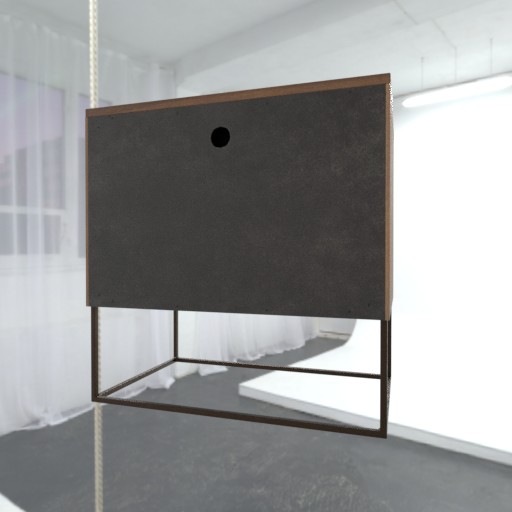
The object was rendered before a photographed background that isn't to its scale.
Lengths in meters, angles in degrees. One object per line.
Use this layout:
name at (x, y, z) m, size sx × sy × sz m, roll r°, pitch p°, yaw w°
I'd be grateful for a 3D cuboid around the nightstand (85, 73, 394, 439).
nightstand at (0.000, 0.000, 1.029) m, size 0.605 × 0.611 × 0.427 m, roll 0°, pitch 1°, yaw 18°
